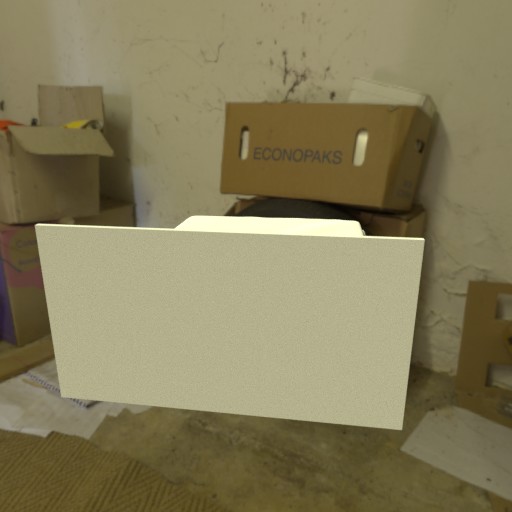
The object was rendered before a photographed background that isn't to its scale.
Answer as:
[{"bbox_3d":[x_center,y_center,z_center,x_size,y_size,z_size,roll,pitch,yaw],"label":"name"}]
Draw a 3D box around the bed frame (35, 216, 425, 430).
[{"bbox_3d":[0.000,0.000,2.701,1.490,0.800,1.950,3,18,8],"label":"bed frame"}]
